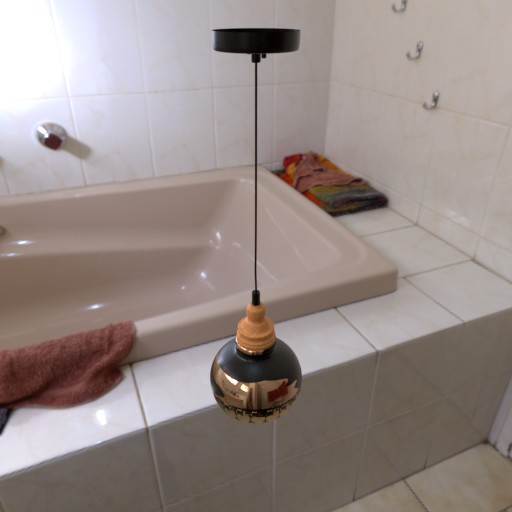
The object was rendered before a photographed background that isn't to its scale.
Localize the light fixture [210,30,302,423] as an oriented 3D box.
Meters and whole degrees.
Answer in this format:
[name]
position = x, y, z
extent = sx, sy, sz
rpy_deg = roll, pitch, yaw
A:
[light fixture]
position = 0.000, 0.000, 1.767
extent = 0.430, 1.606, 0.430
rpy_deg = -11, 31, -18
